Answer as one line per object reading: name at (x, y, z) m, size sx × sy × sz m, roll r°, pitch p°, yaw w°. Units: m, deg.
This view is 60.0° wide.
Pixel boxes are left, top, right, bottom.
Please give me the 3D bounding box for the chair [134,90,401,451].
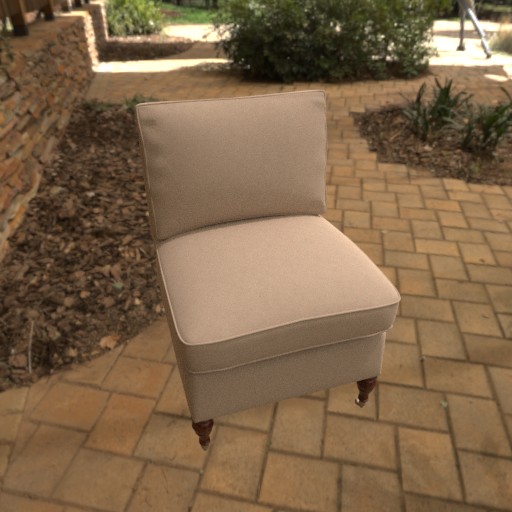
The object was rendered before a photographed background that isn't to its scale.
chair at (0.000, 0.000, 1.662) m, size 0.724 × 1.052 × 0.912 m, roll -10°, pitch 34°, yaw -14°
